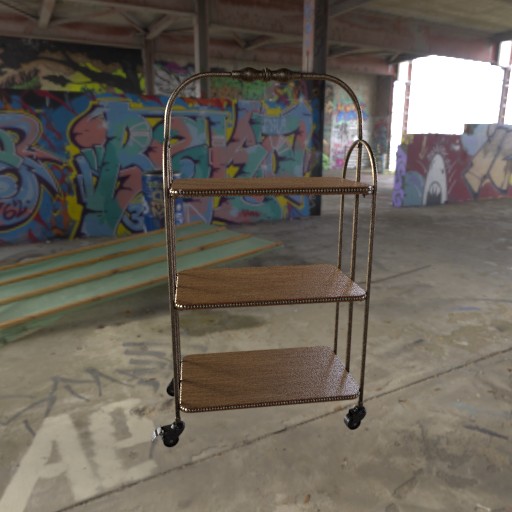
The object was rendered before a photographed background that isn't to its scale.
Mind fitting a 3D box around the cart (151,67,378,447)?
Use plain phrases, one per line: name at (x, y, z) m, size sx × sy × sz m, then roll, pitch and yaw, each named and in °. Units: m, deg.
cart at (0.000, 0.000, 1.329) m, size 0.650 × 1.052 × 0.330 m, roll -2°, pitch 15°, yaw -8°
